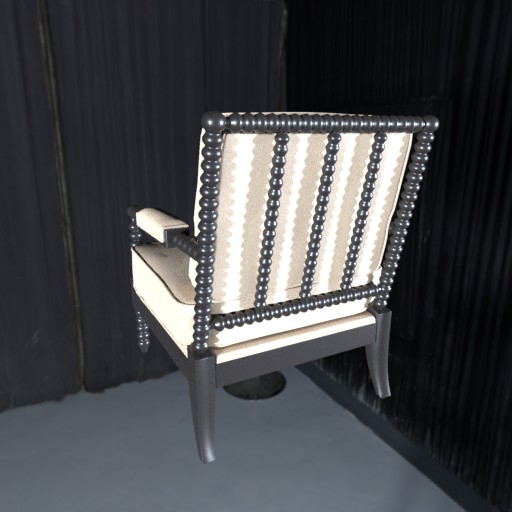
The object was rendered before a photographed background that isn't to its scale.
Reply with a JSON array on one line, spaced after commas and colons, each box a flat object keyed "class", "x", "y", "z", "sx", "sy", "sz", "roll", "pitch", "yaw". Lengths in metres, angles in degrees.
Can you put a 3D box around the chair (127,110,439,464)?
[{"class": "chair", "x": 0.000, "y": 0.000, "z": 1.163, "sx": 0.555, "sy": 0.703, "sz": 0.657, "roll": -8, "pitch": 18, "yaw": -27}]
